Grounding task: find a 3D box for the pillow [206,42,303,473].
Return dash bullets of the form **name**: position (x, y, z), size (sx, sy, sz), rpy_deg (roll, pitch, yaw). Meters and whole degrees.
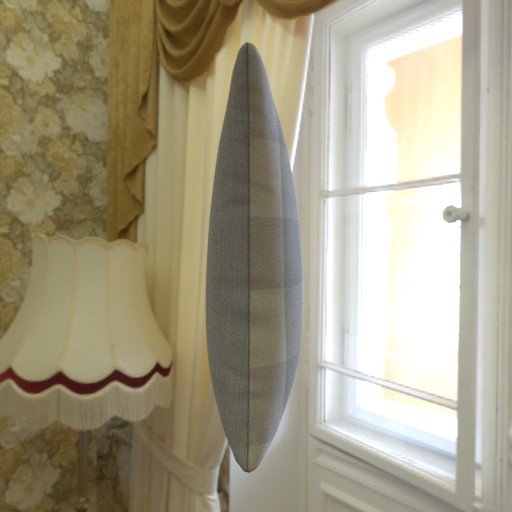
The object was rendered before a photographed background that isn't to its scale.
- **pillow**: position (0.000, 0.000, 0.772), size (0.161, 0.509, 0.511), rpy_deg (0, 1, 2)
